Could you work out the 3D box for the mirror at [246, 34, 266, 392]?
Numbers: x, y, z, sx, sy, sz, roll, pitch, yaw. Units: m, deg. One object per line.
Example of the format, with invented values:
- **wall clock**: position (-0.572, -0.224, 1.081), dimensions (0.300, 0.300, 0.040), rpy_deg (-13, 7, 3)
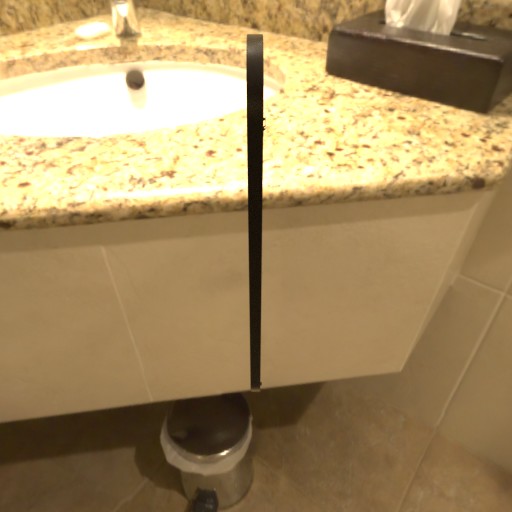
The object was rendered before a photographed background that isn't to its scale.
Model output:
- **mirror**: position (0.000, 0.000, 1.080), dimensions (0.032, 0.991, 0.222), rpy_deg (0, 41, 0)
